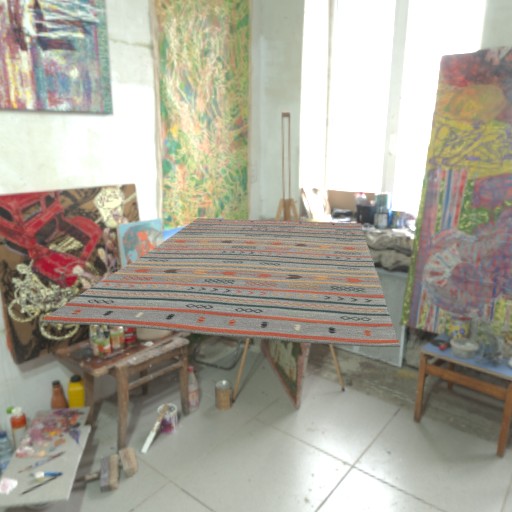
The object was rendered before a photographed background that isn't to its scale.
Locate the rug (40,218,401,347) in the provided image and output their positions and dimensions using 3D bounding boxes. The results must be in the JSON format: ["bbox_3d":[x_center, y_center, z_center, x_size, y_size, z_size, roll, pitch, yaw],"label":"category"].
[{"bbox_3d":[0.000,0.000,2.982,1.537,0.029,2.439,3,16,9],"label":"rug"}]
